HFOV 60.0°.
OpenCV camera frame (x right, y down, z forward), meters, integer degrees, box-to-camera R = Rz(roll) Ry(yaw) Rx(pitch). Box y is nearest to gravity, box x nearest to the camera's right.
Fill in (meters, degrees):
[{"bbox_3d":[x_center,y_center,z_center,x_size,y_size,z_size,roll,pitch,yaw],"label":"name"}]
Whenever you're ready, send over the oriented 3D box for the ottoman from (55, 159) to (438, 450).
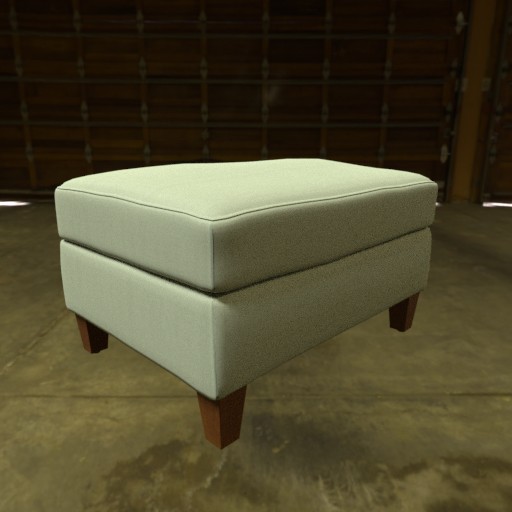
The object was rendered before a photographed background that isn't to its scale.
[{"bbox_3d":[0.000,0.000,1.186,0.634,0.496,0.818,15,21,43],"label":"ottoman"}]
